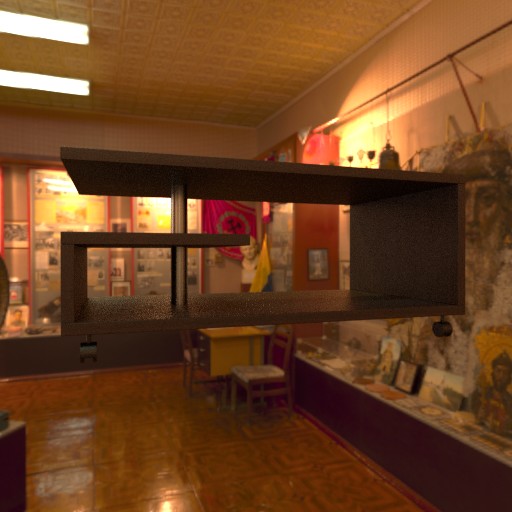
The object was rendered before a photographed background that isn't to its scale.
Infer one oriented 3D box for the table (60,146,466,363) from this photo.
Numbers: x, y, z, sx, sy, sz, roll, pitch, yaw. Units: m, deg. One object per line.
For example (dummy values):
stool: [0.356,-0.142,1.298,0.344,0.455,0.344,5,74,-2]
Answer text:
table: [0.000,0.000,1.364,1.050,0.460,0.590,0,0,-18]
